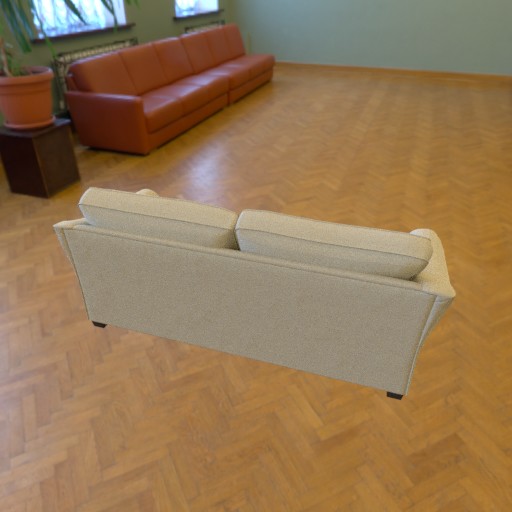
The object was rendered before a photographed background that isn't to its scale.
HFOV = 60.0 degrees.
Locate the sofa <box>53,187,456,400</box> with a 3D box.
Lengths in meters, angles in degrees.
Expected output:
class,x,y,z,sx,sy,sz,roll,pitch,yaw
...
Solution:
class,x,y,z,sx,sy,sz,roll,pitch,yaw
sofa,0.000,0.000,2.866,2.270,0.965,0.980,10,34,15
